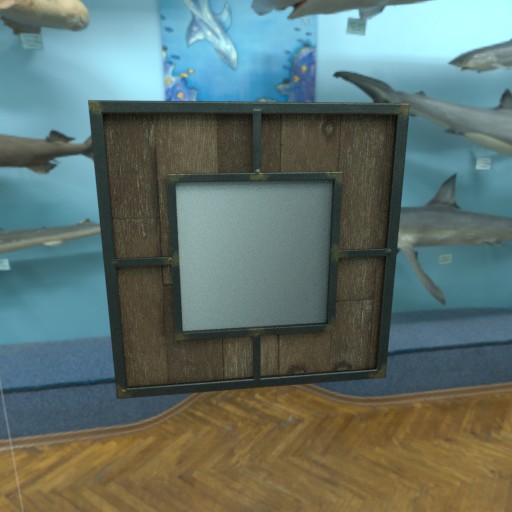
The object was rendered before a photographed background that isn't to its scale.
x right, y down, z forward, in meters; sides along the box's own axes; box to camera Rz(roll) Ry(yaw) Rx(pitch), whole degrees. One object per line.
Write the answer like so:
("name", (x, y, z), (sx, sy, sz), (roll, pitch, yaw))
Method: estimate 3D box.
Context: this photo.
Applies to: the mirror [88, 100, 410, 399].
("mirror", (0.000, 0.000, 0.579), (0.382, 0.381, 0.020), (-2, 16, -8))
